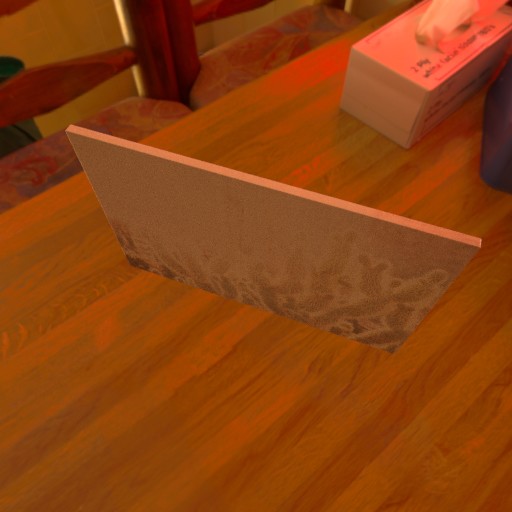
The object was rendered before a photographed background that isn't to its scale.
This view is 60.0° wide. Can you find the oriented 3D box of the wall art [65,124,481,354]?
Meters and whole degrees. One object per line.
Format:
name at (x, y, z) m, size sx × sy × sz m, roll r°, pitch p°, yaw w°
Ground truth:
wall art at (0.000, 0.000, 1.977) m, size 1.525 × 1.012 × 0.038 m, roll 17°, pitch 60°, yaw 10°
